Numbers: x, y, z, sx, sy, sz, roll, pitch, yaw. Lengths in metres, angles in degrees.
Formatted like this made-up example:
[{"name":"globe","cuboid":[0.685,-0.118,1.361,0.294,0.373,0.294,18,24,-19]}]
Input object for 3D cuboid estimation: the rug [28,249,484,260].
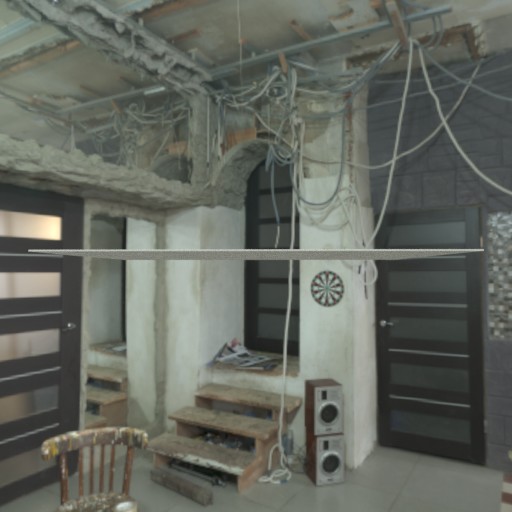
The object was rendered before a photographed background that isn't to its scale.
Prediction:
[{"name":"rug","cuboid":[0.000,0.000,2.962,2.284,0.008,1.522,0,-2,1]}]
